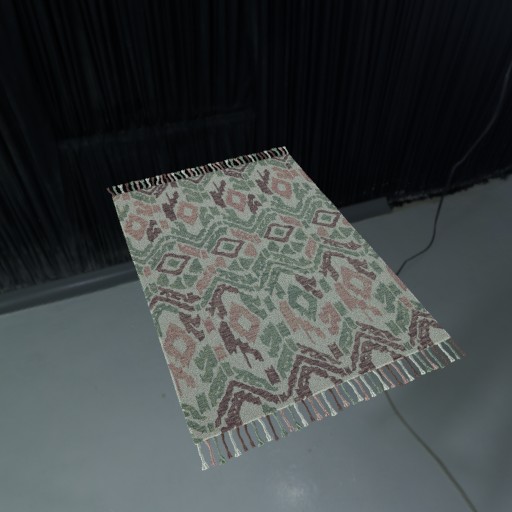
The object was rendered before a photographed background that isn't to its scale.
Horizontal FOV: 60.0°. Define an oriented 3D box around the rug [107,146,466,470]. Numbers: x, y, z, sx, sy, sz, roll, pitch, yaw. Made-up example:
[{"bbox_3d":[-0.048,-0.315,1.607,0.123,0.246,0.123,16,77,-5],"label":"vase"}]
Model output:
[{"bbox_3d":[0.000,0.000,2.312,1.219,0.010,1.829,-17,47,-16],"label":"rug"}]
